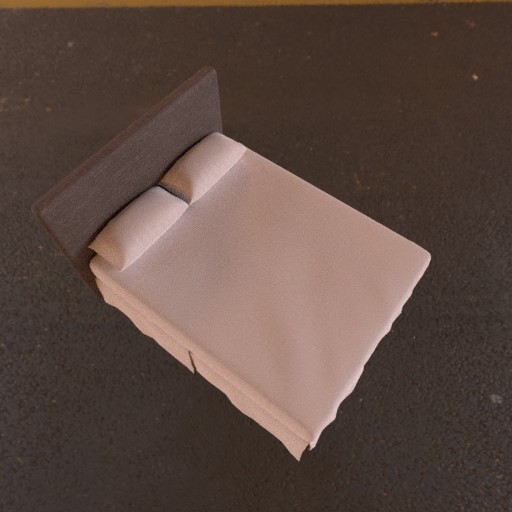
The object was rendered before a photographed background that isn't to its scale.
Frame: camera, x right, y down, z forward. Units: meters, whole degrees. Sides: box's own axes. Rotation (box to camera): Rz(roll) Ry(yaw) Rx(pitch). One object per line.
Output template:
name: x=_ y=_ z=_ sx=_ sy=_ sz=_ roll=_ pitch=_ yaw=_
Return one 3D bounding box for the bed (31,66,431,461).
bed: x=0.000 y=0.000 z=3.207 sx=2.142 sy=1.330 sz=1.723 roll=33 pitch=65 yaw=18
